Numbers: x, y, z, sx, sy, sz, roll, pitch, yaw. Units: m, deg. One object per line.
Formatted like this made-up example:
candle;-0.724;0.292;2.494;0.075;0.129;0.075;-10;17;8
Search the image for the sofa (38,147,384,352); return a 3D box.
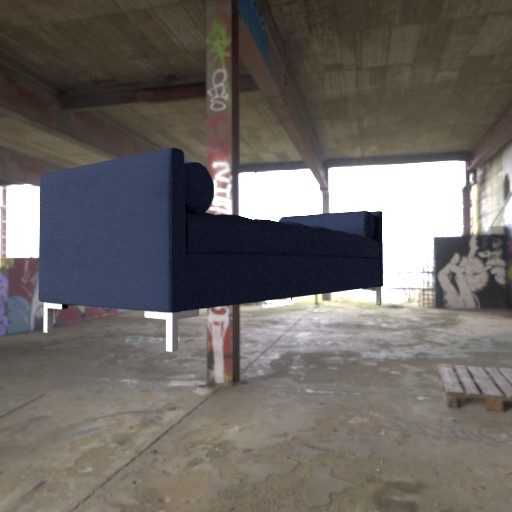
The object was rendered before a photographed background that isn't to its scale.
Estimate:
sofa;0.000;0.000;2.470;0.797;0.657;2.102;-1;-1;34
